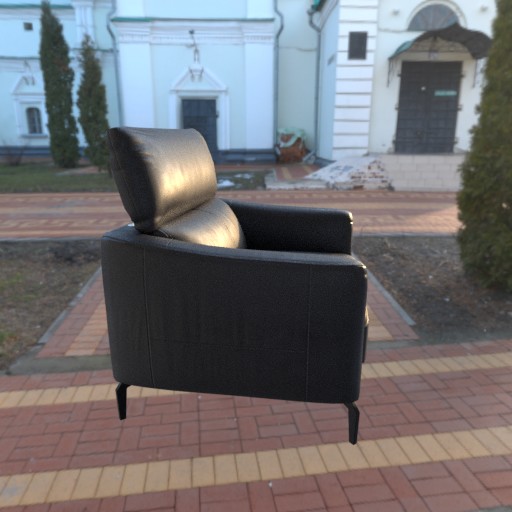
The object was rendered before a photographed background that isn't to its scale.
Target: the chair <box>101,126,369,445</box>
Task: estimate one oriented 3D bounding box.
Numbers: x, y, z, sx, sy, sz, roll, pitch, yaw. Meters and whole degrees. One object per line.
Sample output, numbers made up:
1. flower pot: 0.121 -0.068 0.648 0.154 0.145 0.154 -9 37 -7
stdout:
1. chair: 0.000 0.000 1.697 0.809 0.949 0.976 2 16 9
